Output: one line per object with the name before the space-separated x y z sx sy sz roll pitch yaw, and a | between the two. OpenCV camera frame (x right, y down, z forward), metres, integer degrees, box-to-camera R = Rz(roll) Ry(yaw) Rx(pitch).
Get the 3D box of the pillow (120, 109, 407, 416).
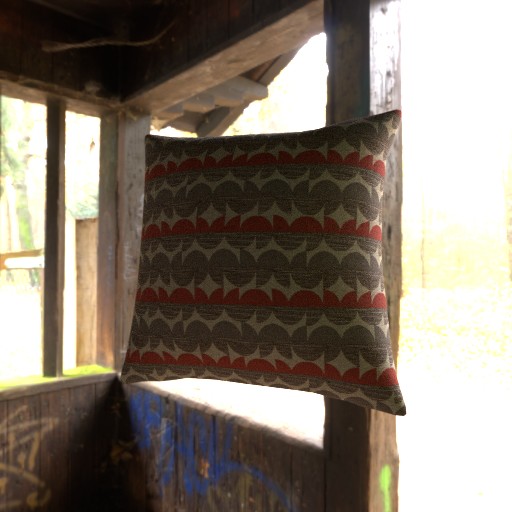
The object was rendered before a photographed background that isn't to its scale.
pillow | 0.000 0.000 0.657 0.420 0.410 0.180 0 -1 18
